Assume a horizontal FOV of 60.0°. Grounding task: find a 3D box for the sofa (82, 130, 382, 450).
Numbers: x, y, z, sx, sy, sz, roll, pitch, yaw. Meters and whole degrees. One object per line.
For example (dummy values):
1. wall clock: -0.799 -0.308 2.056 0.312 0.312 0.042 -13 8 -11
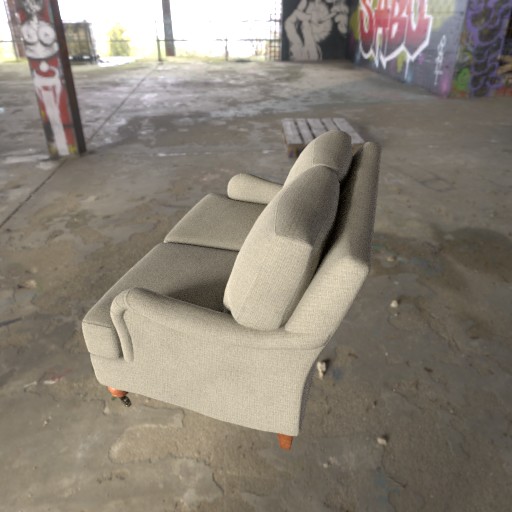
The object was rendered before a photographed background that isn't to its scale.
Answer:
1. sofa: 0.000 0.000 2.209 1.087 0.999 1.480 8 30 13
